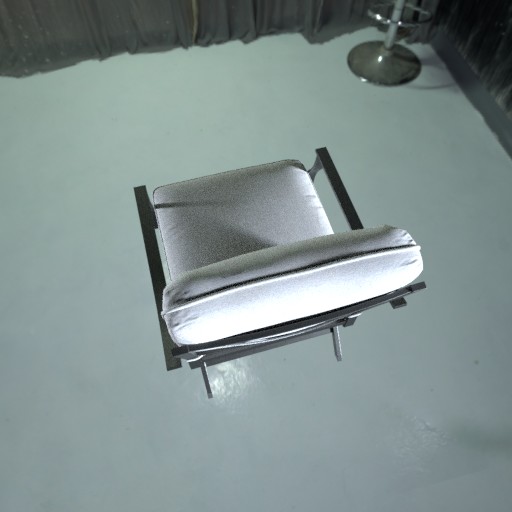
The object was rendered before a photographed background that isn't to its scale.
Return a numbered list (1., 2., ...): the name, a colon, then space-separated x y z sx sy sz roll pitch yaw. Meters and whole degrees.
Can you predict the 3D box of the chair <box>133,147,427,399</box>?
1. chair: 0.000 0.000 1.422 0.650 0.860 0.787 -14 59 -8
